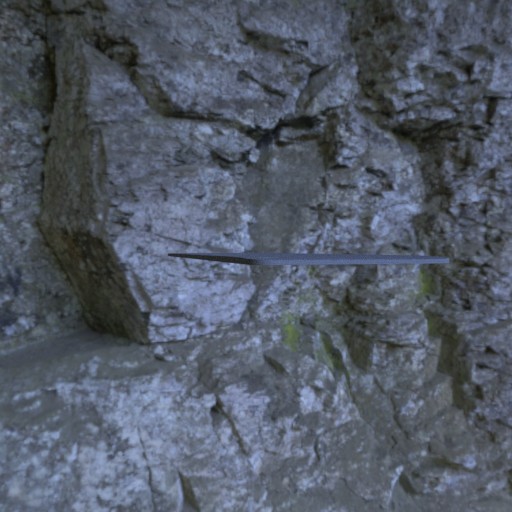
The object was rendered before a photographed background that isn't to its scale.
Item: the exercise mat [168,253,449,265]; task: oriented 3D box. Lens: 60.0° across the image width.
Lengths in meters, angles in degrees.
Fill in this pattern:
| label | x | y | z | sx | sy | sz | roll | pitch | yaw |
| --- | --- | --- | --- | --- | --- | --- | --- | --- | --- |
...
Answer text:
| label | x | y | z | sx | sy | sz | roll | pitch | yaw |
| --- | --- | --- | --- | --- | --- | --- | --- | --- | --- |
| exercise mat | 0.000 | 0.000 | 2.072 | 0.616 | 0.021 | 1.884 | 0 | 1 | -18 |
